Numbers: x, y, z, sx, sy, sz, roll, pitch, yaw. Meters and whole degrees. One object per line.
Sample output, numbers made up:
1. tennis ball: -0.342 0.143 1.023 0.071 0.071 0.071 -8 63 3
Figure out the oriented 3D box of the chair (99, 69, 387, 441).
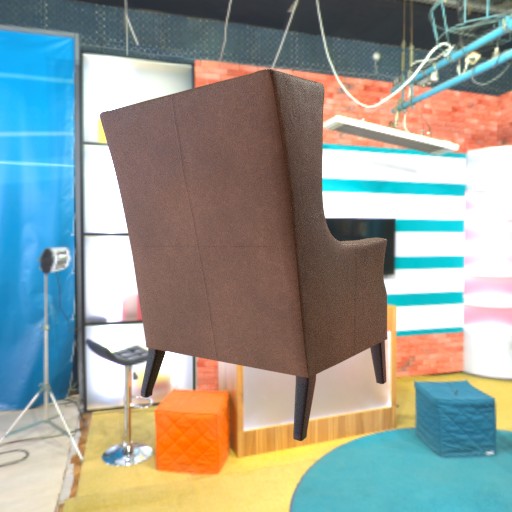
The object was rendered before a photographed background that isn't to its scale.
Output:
1. chair: 0.000 0.000 1.726 0.815 1.088 0.913 1 2 34
